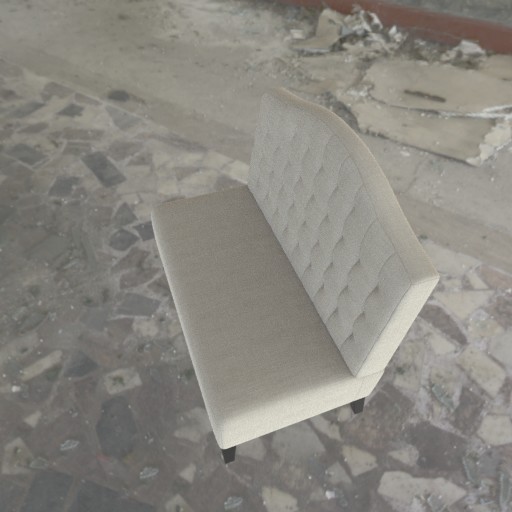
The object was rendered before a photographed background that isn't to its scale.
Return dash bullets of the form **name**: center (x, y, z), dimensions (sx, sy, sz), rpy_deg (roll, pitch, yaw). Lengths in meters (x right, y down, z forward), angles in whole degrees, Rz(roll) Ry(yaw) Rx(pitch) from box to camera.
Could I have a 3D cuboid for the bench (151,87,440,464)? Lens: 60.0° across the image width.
- **bench**: center (0.000, 0.000, 2.067), dimensions (0.815, 1.180, 1.335), rpy_deg (-15, 50, -13)
